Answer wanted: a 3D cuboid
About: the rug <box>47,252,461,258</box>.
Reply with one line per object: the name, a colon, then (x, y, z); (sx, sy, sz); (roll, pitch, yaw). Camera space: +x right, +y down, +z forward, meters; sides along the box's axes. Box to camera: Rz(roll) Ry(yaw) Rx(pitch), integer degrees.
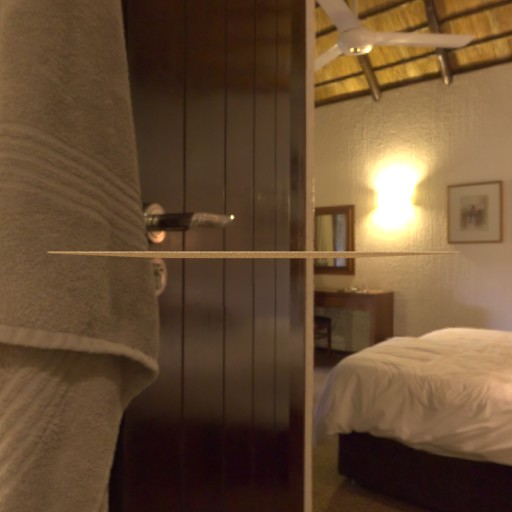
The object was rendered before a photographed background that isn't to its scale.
rug: (0.000, 0.000, 3.885); (2.313, 0.009, 2.939); (0, -1, 1)
